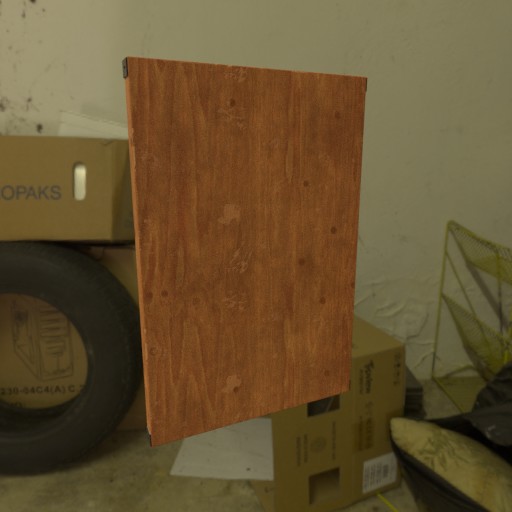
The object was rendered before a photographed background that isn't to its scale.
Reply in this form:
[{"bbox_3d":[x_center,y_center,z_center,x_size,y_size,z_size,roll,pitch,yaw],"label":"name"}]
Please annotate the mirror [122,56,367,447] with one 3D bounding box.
[{"bbox_3d":[0.000,0.000,0.970,0.517,0.761,0.053,-7,15,-25],"label":"mirror"}]
